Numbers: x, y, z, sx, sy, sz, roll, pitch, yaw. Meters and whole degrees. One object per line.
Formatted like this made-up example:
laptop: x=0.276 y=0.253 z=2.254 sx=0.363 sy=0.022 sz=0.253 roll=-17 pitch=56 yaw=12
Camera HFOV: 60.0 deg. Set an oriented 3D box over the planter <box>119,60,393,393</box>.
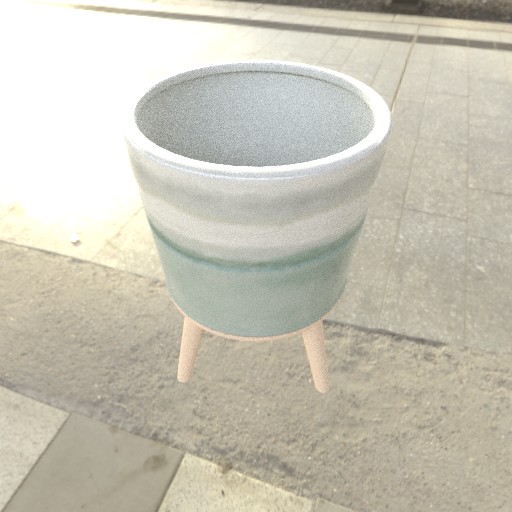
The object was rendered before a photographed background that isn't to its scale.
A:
planter: x=0.000 y=0.000 z=0.572 sx=0.265 sy=0.404 sz=0.265 roll=12 pitch=43 yaw=13
